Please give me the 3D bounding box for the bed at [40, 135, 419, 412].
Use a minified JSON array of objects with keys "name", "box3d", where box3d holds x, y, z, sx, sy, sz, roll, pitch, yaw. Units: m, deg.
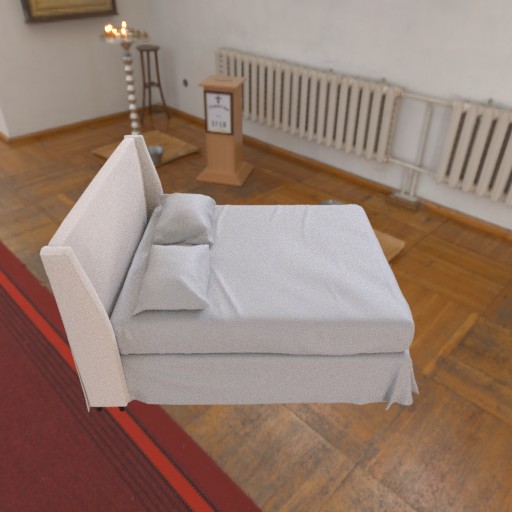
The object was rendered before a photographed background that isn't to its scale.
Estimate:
[{"name":"bed","box3d":[0.000,0.000,3.429,2.276,1.332,1.925,0,34,0]}]
